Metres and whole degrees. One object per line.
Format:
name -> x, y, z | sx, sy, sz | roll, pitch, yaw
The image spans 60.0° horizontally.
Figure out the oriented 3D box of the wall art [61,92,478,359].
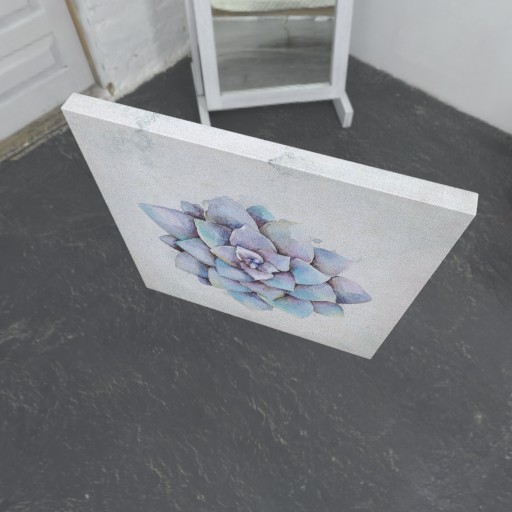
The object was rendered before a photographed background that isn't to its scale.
wall art -> 0.000, 0.000, 0.892 | 0.612, 0.612, 0.040 | 16, 61, 9
